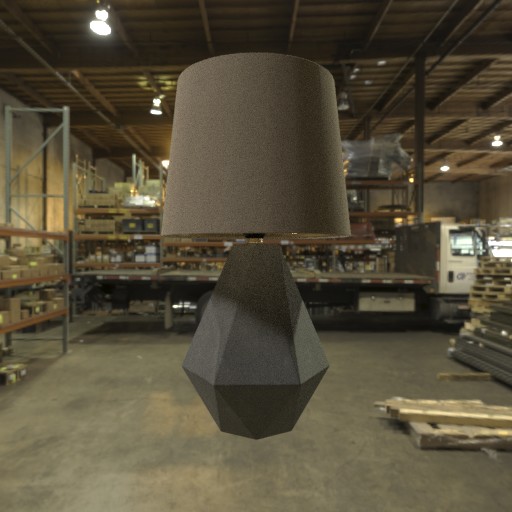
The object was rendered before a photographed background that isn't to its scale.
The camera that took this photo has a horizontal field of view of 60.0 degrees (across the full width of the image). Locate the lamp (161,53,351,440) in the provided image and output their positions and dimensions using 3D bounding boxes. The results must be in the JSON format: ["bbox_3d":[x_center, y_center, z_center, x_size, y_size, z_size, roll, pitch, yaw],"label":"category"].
[{"bbox_3d":[0.000,0.000,0.659,0.276,0.501,0.276,0,1,0],"label":"lamp"}]
